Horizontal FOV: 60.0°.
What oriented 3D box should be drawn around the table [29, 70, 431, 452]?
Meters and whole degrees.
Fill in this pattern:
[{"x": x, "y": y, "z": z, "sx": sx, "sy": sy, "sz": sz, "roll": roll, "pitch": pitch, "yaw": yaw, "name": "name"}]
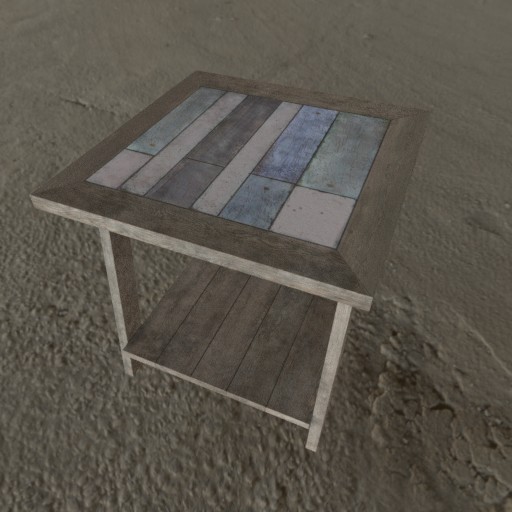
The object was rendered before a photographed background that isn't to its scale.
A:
[{"x": 0.000, "y": 0.000, "z": 1.107, "sx": 0.610, "sy": 0.610, "sz": 0.610, "roll": 16, "pitch": 46, "yaw": 16, "name": "table"}]
